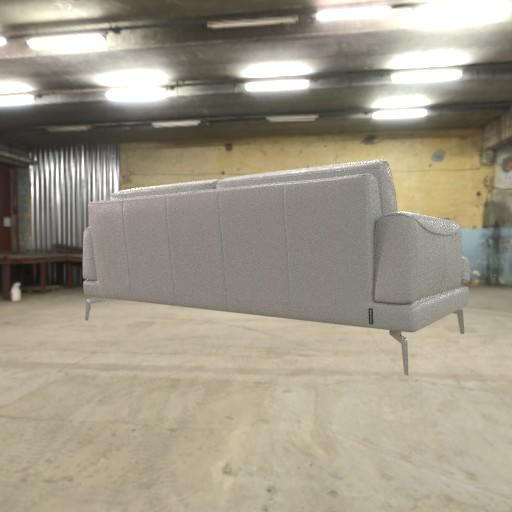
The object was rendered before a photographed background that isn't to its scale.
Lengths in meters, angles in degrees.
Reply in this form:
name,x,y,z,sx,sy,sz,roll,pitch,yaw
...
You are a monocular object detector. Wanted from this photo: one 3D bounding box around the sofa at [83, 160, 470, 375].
name,x,y,z,sx,sy,sz,roll,pitch,yaw
sofa,0.000,0.000,2.370,1.940,0.765,0.974,1,2,36
